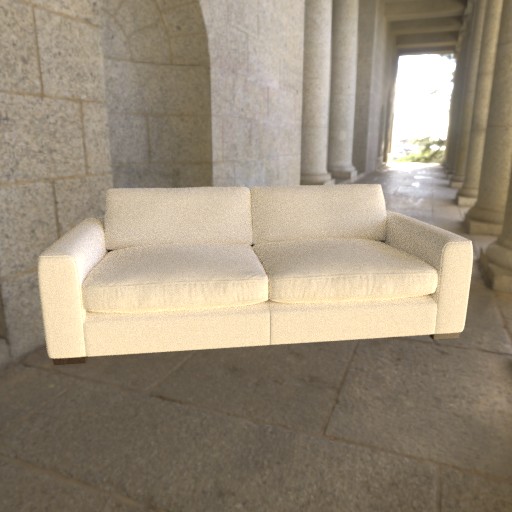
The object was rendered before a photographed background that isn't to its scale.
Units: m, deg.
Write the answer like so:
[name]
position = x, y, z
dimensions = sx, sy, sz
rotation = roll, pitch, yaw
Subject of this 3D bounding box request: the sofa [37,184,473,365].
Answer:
[sofa]
position = 0.000, 0.000, 2.748
dimensions = 2.262, 0.801, 1.070
rotation = -2, 15, -8
